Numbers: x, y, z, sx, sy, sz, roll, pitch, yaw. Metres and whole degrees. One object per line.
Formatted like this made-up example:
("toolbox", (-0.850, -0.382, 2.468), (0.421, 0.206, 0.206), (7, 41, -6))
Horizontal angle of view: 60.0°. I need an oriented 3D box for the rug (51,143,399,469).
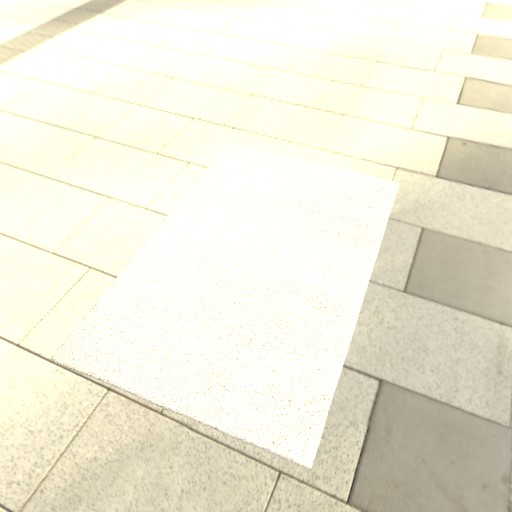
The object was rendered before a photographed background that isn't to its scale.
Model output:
("rug", (0.000, 0.000, 3.522), (1.778, 0.030, 2.743), (17, 49, 15))
